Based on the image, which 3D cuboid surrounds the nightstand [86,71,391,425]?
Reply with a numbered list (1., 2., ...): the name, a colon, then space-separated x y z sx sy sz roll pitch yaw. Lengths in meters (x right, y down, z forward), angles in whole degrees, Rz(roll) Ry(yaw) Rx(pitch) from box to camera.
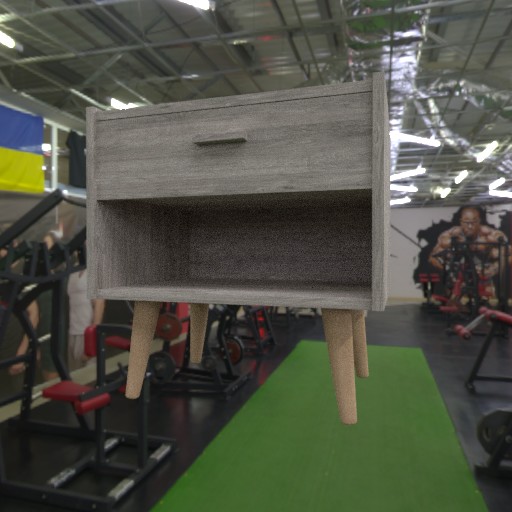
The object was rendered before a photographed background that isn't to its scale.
1. nightstand: 0.000 0.000 0.842 0.480 0.500 0.380 0 1 18
